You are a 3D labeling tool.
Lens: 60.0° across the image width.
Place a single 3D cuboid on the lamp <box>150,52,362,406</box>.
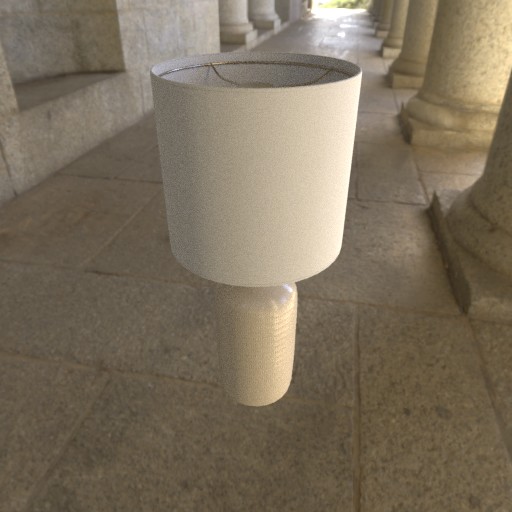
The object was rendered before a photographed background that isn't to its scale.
[{"bbox_3d":[0.000,0.000,0.596,0.220,0.475,0.220,-10,33,-15],"label":"lamp"}]
